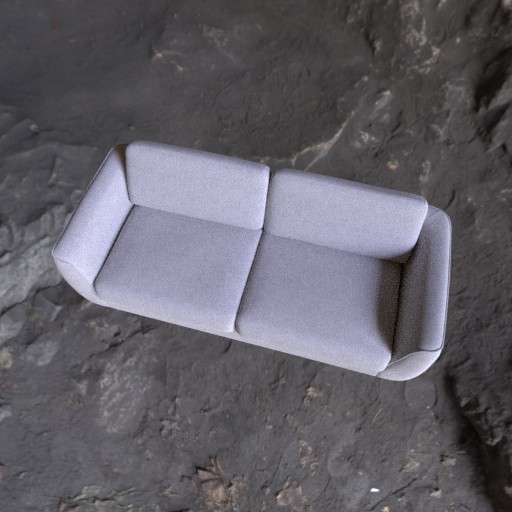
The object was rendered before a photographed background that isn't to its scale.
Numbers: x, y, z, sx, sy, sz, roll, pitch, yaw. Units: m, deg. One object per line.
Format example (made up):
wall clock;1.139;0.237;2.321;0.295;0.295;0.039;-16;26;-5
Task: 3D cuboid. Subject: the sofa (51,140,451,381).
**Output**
sofa;0.000;0.000;2.494;2.000;0.850;0.920;13;59;8
